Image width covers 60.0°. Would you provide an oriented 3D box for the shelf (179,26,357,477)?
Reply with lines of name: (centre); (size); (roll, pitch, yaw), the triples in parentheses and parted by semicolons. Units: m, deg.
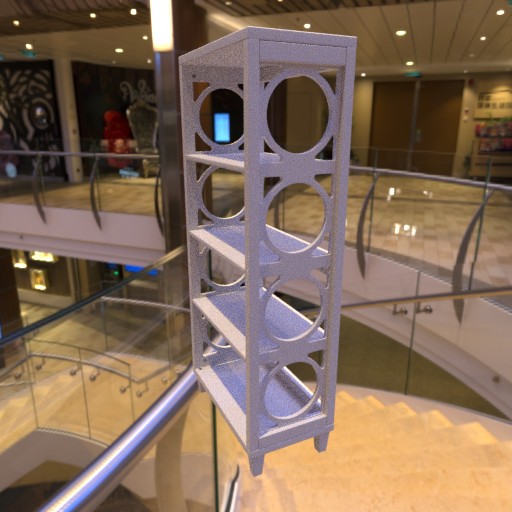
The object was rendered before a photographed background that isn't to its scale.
shelf: (0.000, 0.000, 1.644); (0.340, 1.411, 0.611); (-8, 18, -25)
